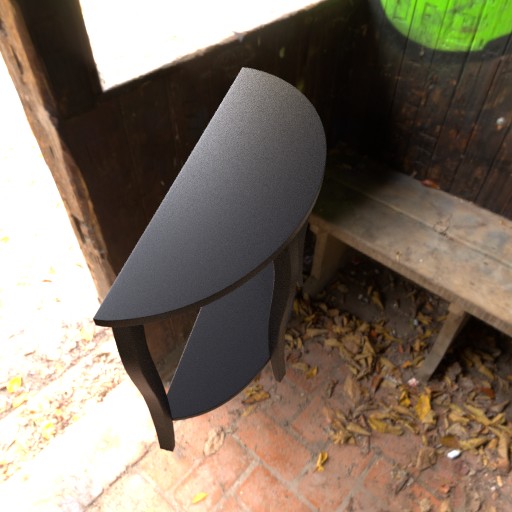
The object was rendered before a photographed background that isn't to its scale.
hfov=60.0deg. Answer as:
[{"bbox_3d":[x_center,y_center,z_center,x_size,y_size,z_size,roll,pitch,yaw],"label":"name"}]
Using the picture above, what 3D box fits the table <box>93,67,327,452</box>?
[{"bbox_3d":[0.000,0.000,1.558,0.394,0.780,1.219,10,47,9],"label":"table"}]
